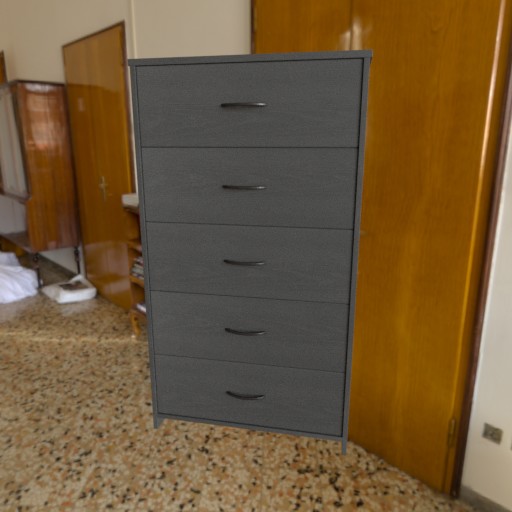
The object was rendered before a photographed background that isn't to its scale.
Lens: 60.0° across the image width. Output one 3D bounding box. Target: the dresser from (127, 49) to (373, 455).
[{"bbox_3d":[0.000,0.000,1.565,0.704,1.255,0.399,3,15,11],"label":"dresser"}]
